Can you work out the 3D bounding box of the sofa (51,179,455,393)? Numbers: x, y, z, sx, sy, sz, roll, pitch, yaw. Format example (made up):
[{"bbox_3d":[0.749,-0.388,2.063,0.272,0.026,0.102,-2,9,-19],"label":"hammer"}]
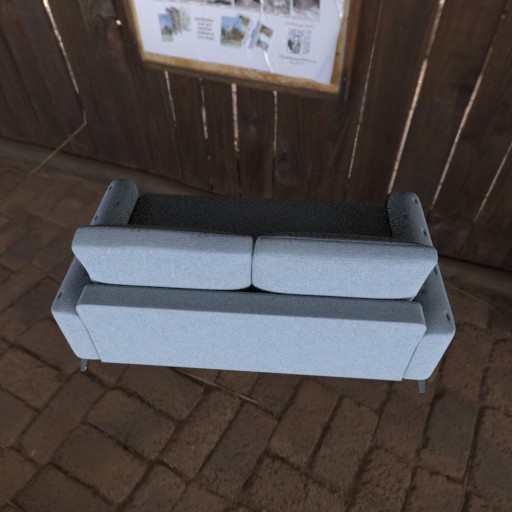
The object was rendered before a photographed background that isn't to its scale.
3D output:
[{"bbox_3d":[0.000,0.000,2.121,1.650,0.790,0.920,3,47,3],"label":"sofa"}]
